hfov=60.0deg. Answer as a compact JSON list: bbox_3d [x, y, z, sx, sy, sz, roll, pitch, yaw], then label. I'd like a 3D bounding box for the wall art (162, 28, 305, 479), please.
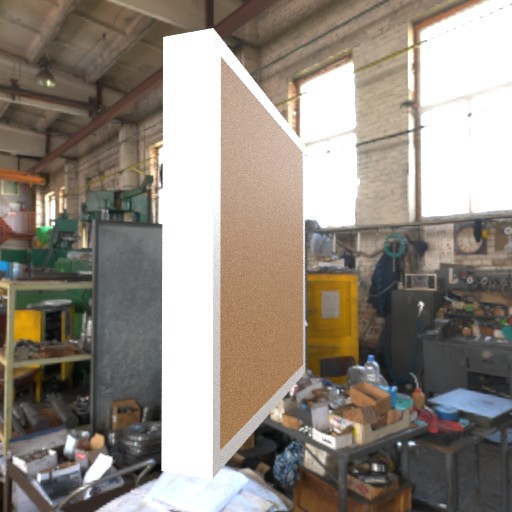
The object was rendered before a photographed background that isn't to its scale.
[{"bbox_3d":[0.000,0.000,0.447,0.038,0.302,0.305,0,-1,18],"label":"wall art"}]
